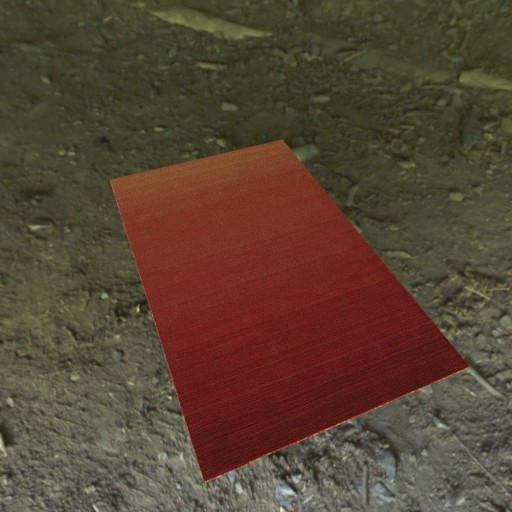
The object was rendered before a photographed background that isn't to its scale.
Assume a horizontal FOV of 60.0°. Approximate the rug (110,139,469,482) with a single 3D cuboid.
[{"bbox_3d":[0.000,0.000,2.997,1.531,0.010,2.442,-17,49,-15],"label":"rug"}]
